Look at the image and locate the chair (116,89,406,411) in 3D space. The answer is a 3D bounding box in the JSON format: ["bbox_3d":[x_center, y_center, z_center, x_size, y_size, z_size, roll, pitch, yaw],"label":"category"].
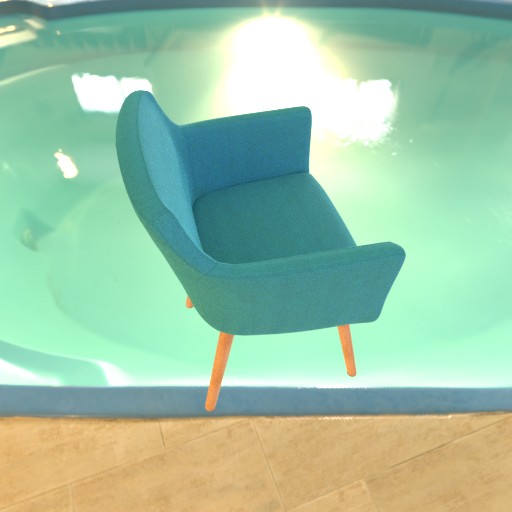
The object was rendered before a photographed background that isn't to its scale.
[{"bbox_3d":[0.000,0.000,1.147,0.540,0.780,0.570,-11,48,-10],"label":"chair"}]
